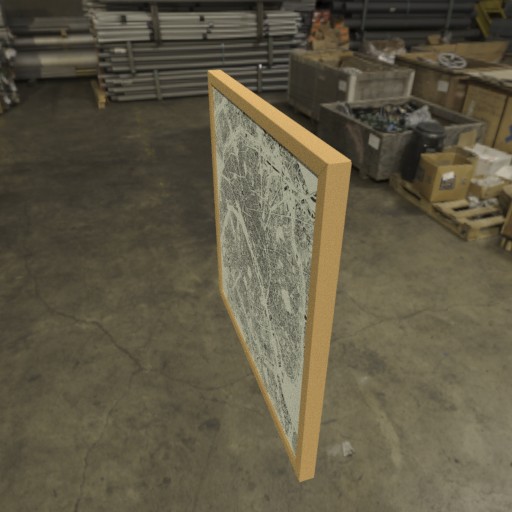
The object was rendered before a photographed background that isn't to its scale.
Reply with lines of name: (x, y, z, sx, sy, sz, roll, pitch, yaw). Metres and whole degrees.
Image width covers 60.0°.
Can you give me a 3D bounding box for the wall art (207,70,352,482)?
wall art: (0.000, 0.000, 1.123, 0.037, 0.761, 0.761, -10, 33, -15)
